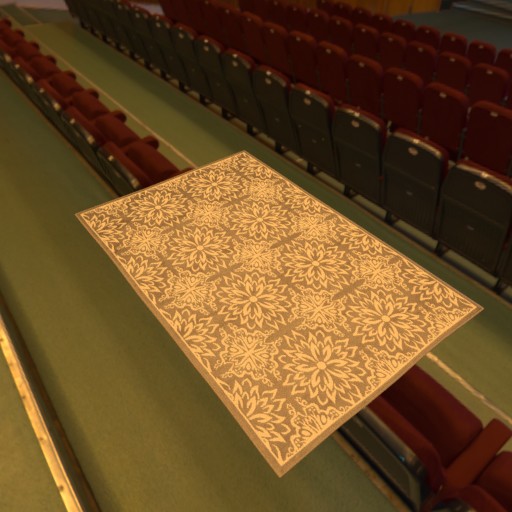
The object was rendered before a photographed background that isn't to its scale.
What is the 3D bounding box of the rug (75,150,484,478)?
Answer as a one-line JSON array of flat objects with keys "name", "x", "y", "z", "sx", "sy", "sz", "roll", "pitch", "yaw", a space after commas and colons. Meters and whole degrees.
[{"name": "rug", "x": 0.000, "y": 0.000, "z": 2.296, "sx": 1.224, "sy": 0.012, "sz": 1.847, "roll": -27, "pitch": 49, "yaw": -27}]
